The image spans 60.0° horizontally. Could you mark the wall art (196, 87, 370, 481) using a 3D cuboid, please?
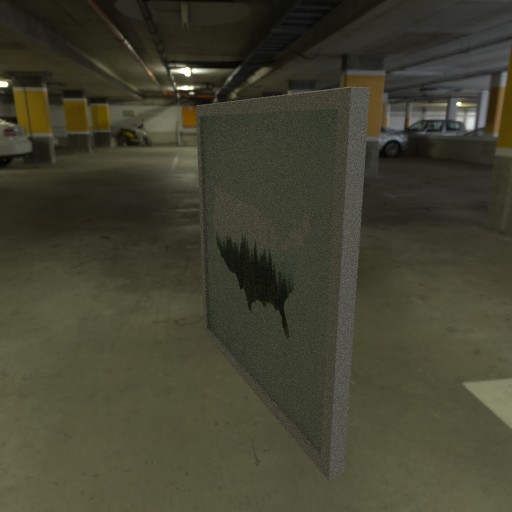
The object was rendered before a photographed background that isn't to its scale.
[{"bbox_3d":[0.000,0.000,1.143,0.038,0.762,0.762,-8,18,-25],"label":"wall art"}]
